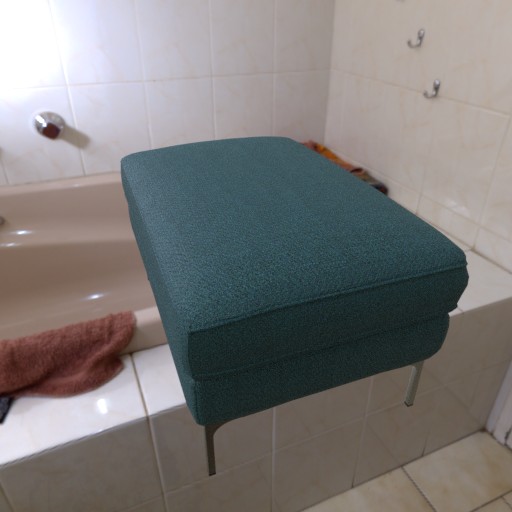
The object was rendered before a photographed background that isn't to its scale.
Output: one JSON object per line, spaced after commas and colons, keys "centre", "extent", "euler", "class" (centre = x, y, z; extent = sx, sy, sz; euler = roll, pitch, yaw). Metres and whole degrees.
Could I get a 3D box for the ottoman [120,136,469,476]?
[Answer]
{"centre": [0.000, 0.000, 1.156], "extent": [0.563, 0.498, 0.856], "euler": [-11, 33, -18], "class": "ottoman"}
